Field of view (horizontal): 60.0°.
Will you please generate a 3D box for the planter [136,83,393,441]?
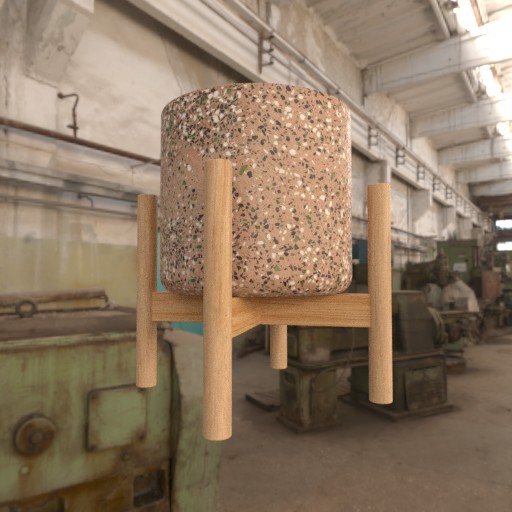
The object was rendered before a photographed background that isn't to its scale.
[{"bbox_3d":[0.000,0.000,0.524,0.284,0.320,0.284,-2,-3,36],"label":"planter"}]
